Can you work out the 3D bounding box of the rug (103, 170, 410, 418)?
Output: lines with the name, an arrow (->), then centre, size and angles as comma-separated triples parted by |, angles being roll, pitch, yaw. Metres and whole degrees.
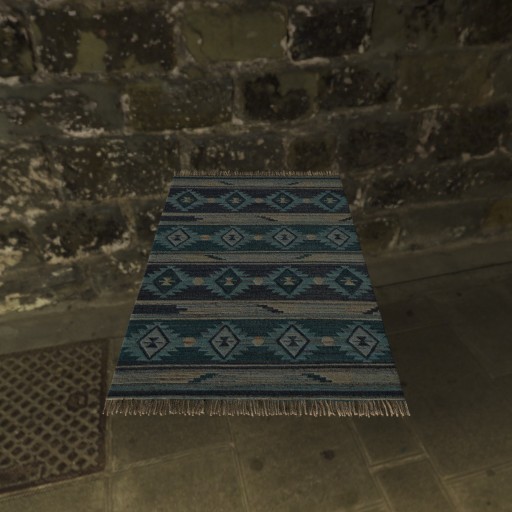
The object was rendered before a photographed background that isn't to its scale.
rug -> 0.000, 0.000, 2.433 | 1.181, 0.028, 1.936 | 0, 39, 0
